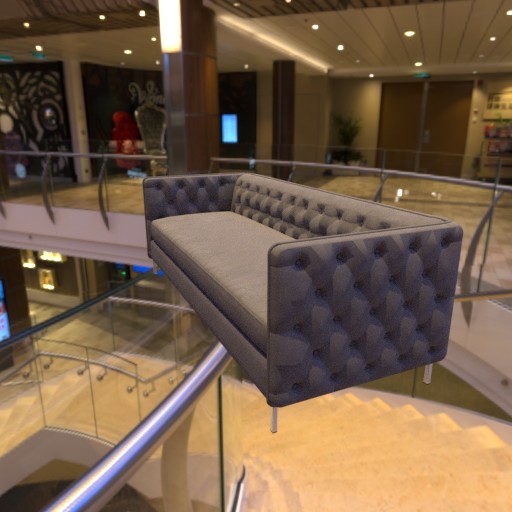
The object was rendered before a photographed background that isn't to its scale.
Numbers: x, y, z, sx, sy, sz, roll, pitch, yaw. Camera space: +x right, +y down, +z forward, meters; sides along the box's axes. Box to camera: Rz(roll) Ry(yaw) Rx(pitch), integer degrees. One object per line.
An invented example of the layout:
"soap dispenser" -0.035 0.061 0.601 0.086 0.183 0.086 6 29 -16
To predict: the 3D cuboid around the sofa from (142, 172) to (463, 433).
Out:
"sofa" 0.000 0.000 2.665 0.895 0.771 2.209 -8 18 -24
